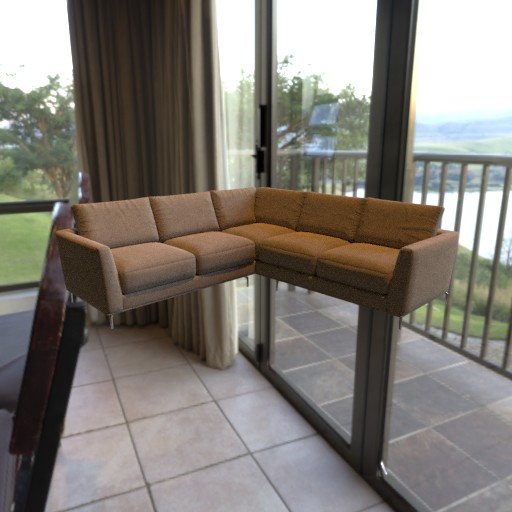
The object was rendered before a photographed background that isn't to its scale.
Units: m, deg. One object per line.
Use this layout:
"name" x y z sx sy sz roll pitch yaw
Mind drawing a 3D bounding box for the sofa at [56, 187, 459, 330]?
"sofa" 0.000 0.000 3.742 2.438 0.864 2.438 -14 20 -42
